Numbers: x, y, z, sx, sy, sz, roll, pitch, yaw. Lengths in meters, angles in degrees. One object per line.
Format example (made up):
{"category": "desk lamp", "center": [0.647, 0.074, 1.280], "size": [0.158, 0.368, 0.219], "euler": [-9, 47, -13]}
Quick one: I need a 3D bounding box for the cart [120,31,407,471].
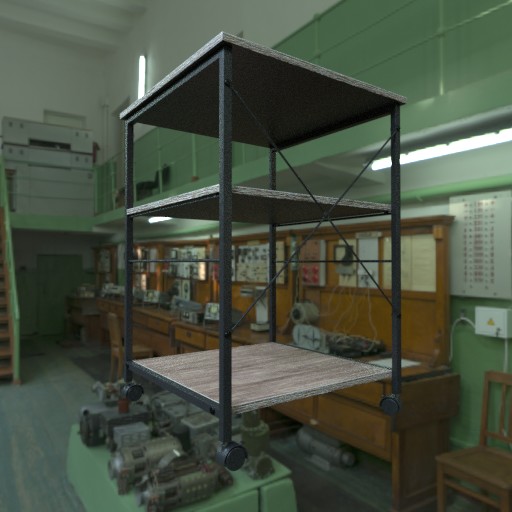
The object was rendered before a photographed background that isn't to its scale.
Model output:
{"category": "cart", "center": [0.000, 0.000, 1.120], "size": [0.521, 0.762, 0.520], "euler": [1, -1, -36]}
